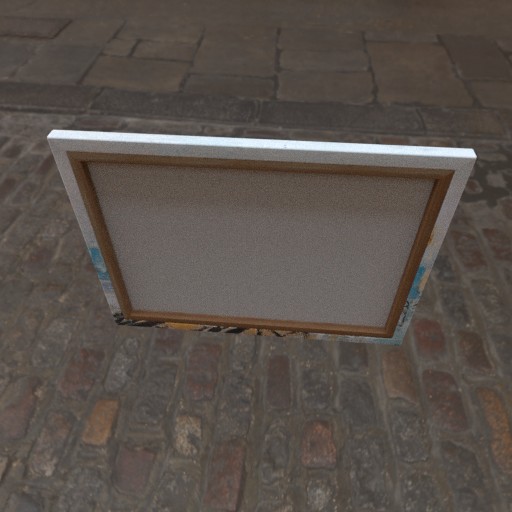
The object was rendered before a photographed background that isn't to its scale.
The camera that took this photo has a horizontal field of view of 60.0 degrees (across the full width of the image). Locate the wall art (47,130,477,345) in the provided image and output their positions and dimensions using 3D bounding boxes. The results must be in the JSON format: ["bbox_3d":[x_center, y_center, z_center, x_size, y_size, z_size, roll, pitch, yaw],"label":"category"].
[{"bbox_3d":[0.000,0.000,1.322,1.016,0.762,0.038,4,45,4],"label":"wall art"}]
